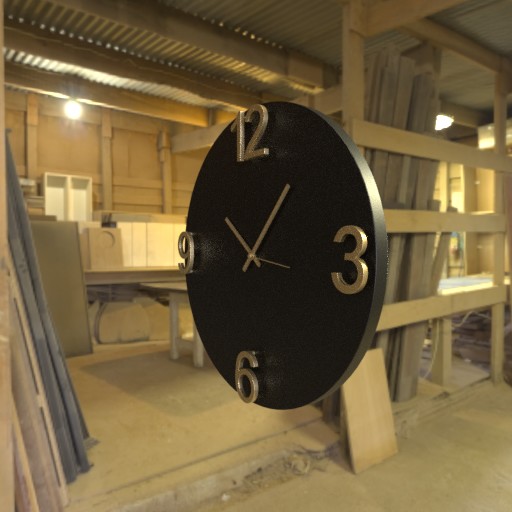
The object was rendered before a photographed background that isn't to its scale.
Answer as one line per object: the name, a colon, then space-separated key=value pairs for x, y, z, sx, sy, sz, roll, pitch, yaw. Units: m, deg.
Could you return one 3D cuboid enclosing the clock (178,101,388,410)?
clock: x=0.000 y=0.000 z=0.677 sx=0.038 sy=0.454 sz=0.454 roll=-1 pitch=2 yaw=-37
